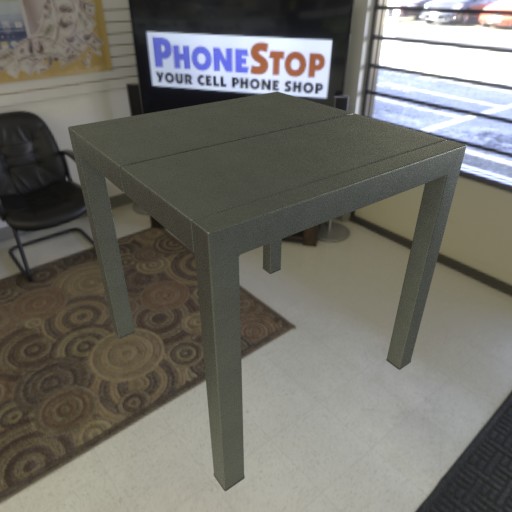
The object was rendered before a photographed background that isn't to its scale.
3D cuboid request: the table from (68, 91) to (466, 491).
[{"bbox_3d":[0.000,0.000,0.923,0.508,0.508,0.508,-22,38,-30],"label":"table"}]
